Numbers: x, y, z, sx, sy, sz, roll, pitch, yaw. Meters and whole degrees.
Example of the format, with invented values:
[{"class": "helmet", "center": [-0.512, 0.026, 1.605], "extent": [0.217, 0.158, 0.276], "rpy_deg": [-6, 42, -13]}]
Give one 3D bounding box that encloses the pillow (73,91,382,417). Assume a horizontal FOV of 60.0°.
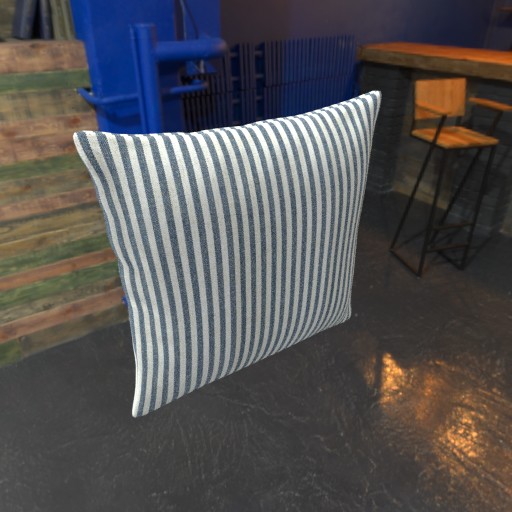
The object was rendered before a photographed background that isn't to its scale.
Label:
[{"class": "pillow", "center": [0.000, 0.000, 0.781], "extent": [0.523, 0.510, 0.166], "rpy_deg": [-18, 35, -28]}]
